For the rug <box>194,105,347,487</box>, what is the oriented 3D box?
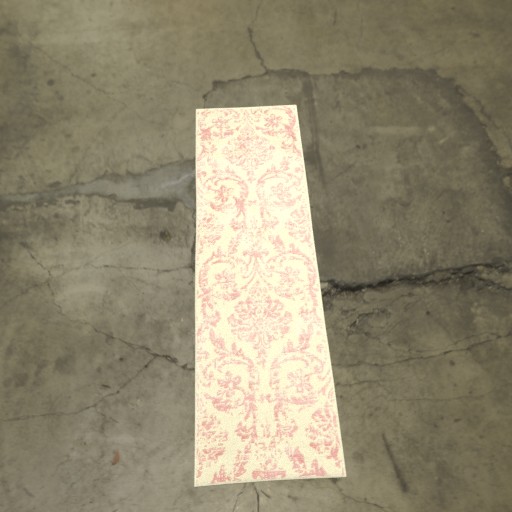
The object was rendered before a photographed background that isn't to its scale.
[{"bbox_3d":[0.000,0.000,2.410,0.662,0.011,2.196,-3,63,-2],"label":"rug"}]
